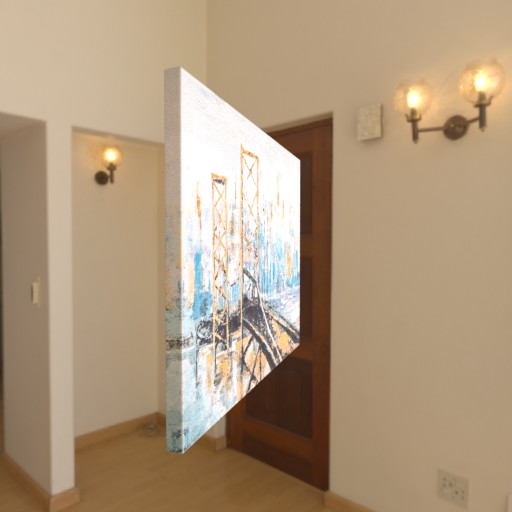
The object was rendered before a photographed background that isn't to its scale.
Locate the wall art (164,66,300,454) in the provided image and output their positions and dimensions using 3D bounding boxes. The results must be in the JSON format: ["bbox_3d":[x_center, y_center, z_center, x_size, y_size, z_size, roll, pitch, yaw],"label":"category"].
[{"bbox_3d":[0.000,0.000,1.353,0.038,0.762,1.016,1,2,19],"label":"wall art"}]
